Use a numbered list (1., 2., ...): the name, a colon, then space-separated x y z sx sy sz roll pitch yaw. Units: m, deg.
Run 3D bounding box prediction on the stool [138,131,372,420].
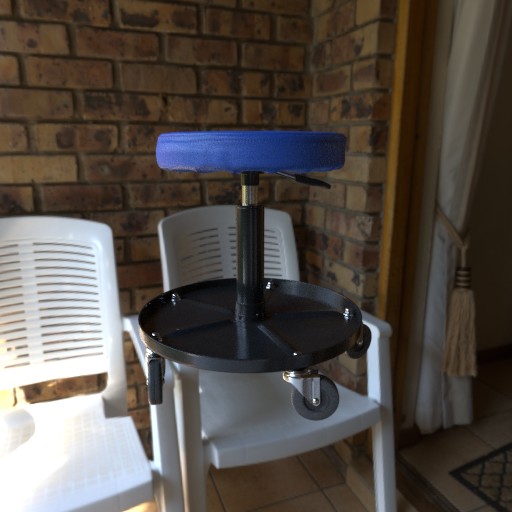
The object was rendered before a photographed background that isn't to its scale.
1. stool: 0.000 0.000 0.685 0.382 0.365 0.381 -7 16 -26
